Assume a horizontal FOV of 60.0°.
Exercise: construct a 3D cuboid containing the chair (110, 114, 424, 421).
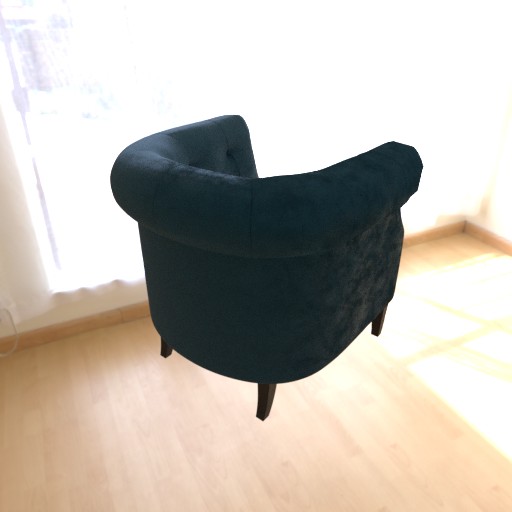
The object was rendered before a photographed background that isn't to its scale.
[{"bbox_3d":[0.000,0.000,1.594,0.904,0.826,0.851,21,35,33],"label":"chair"}]
